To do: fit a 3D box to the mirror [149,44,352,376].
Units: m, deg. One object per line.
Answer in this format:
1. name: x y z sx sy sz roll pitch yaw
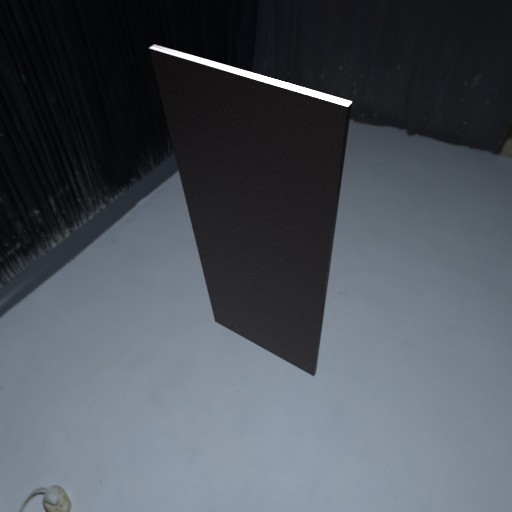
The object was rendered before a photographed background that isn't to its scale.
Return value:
1. mirror: 0.000 0.000 2.312 0.812 2.020 0.221 25 52 22
